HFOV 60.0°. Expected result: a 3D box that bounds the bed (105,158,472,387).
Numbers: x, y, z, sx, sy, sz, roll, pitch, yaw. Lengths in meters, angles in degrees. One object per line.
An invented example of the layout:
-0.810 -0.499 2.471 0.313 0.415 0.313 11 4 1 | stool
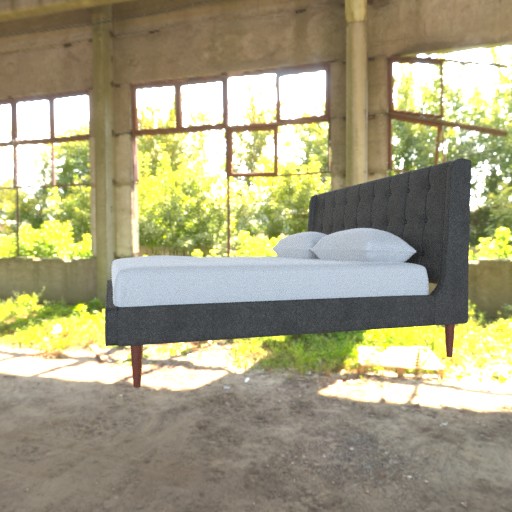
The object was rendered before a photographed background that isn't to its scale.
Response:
0.000 0.000 2.551 1.638 0.933 1.531 0 1 -18 | bed
